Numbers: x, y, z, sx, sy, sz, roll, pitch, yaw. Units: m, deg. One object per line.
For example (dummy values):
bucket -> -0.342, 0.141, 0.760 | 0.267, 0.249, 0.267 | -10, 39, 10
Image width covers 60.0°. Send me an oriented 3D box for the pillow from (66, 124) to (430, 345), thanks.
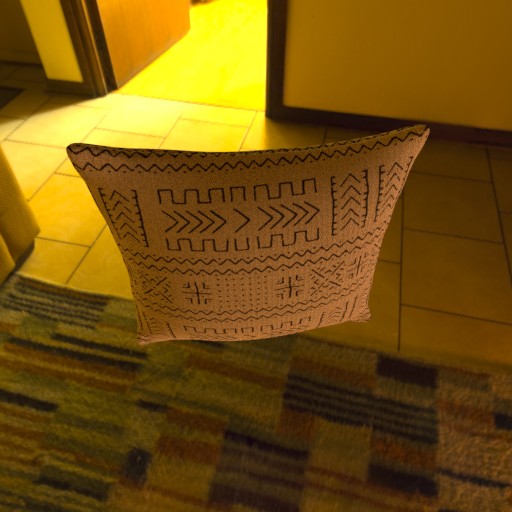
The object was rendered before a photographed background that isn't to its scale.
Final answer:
pillow -> 0.000, 0.000, 0.676 | 0.438, 0.430, 0.164 | -5, 48, -4
